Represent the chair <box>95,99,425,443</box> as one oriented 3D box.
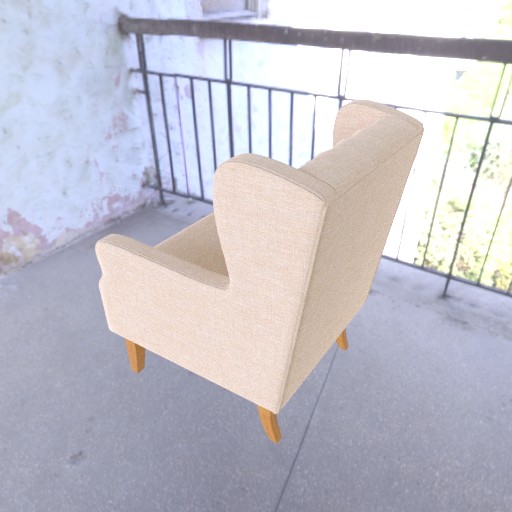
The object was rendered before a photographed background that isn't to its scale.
[{"bbox_3d":[0.000,0.000,1.463,0.760,0.930,0.710,21,38,29],"label":"chair"}]
